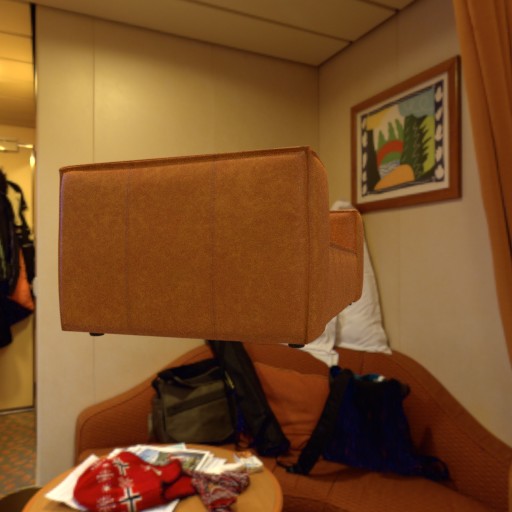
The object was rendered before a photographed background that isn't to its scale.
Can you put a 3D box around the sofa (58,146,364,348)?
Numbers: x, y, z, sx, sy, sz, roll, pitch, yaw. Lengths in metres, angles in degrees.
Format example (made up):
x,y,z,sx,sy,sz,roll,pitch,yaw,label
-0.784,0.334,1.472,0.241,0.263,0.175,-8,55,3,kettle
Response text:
x,y,z,sx,sy,sz,roll,pitch,yaw,label
0.000,0.000,2.585,1.102,0.703,2.088,0,-1,18,sofa
